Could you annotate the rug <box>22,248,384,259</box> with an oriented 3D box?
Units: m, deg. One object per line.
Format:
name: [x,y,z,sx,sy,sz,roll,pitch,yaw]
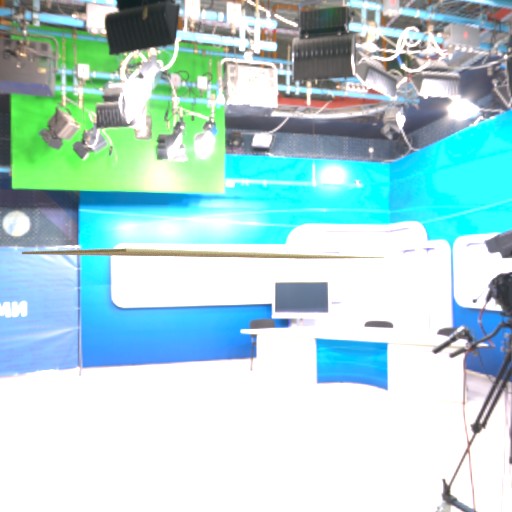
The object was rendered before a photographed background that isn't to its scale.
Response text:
rug: [0.000,0.000,2.514,0.661,0.013,2.297,-1,-1,36]
